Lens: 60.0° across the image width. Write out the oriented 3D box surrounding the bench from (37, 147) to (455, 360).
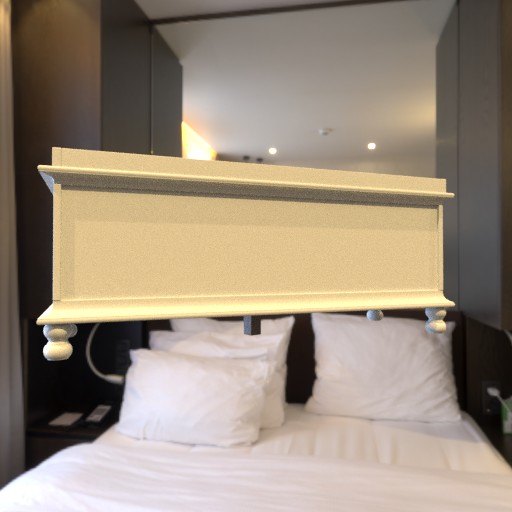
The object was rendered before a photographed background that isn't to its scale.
[{"bbox_3d":[0.000,0.000,1.378,1.185,0.486,0.402,0,-1,-20],"label":"bench"}]
